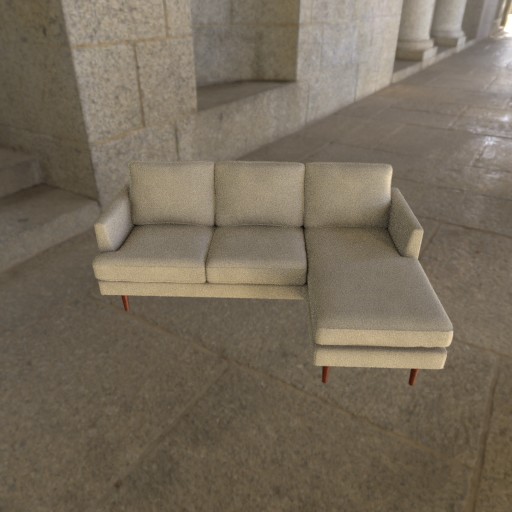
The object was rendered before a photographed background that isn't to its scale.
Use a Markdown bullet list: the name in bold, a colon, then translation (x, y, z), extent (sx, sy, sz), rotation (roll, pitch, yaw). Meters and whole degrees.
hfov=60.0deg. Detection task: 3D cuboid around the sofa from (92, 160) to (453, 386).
- **sofa**: translation (0.000, 0.000, 3.068), extent (2.233, 0.956, 1.504), rotation (1, 31, 2)
